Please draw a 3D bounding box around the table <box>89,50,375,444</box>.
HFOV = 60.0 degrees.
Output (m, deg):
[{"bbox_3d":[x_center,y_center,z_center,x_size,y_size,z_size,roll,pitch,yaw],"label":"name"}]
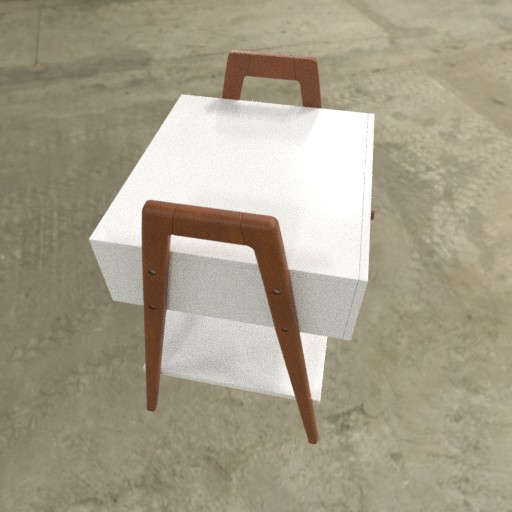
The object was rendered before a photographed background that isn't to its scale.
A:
[{"bbox_3d":[0.000,0.000,0.881,0.405,0.610,0.457,8,48,8],"label":"table"}]
